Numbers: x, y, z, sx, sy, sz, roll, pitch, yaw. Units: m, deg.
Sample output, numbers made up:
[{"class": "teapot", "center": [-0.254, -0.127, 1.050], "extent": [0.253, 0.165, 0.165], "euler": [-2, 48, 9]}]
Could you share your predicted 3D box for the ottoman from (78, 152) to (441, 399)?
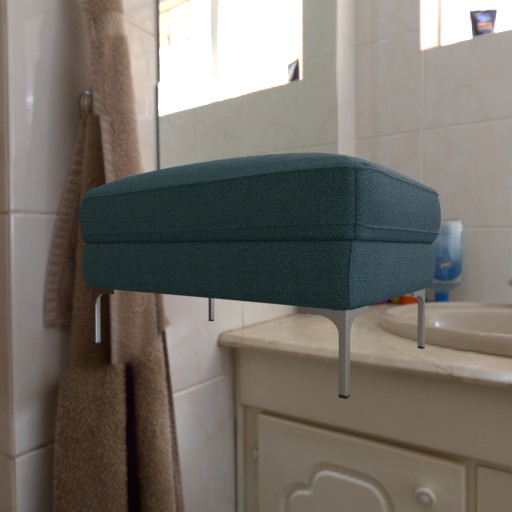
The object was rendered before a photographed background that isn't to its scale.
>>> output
[{"class": "ottoman", "center": [0.000, 0.000, 1.220], "extent": [0.856, 0.498, 0.563], "euler": [1, 1, 36]}]
